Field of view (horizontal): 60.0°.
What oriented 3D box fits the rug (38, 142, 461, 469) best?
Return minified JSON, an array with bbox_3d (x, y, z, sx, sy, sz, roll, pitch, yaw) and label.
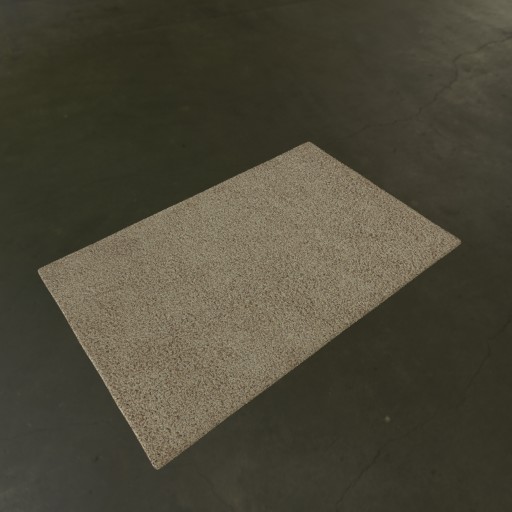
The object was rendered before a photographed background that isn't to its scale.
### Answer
[{"bbox_3d":[0.000,0.000,3.395,2.743,0.030,1.778,-30,54,-25],"label":"rug"}]
